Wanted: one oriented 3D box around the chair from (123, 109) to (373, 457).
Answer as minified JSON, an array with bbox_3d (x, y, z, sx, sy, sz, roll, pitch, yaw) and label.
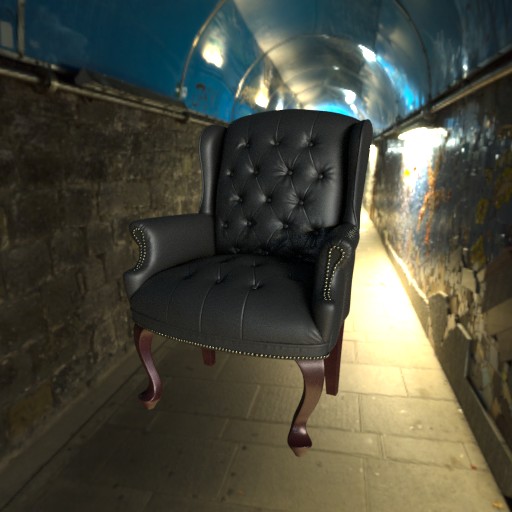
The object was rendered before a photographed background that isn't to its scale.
[{"bbox_3d":[0.000,0.000,1.680,0.838,1.111,0.762,6,14,26],"label":"chair"}]
